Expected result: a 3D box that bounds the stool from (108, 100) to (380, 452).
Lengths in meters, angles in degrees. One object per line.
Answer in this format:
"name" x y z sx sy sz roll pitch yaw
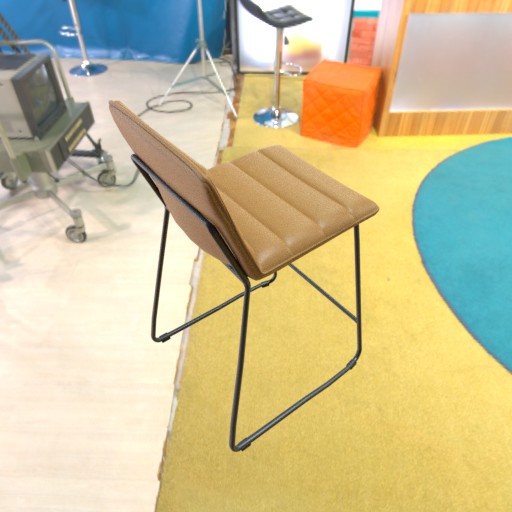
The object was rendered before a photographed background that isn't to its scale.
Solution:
"stool" 0.000 0.000 1.192 0.524 0.866 0.489 -27 48 -27
